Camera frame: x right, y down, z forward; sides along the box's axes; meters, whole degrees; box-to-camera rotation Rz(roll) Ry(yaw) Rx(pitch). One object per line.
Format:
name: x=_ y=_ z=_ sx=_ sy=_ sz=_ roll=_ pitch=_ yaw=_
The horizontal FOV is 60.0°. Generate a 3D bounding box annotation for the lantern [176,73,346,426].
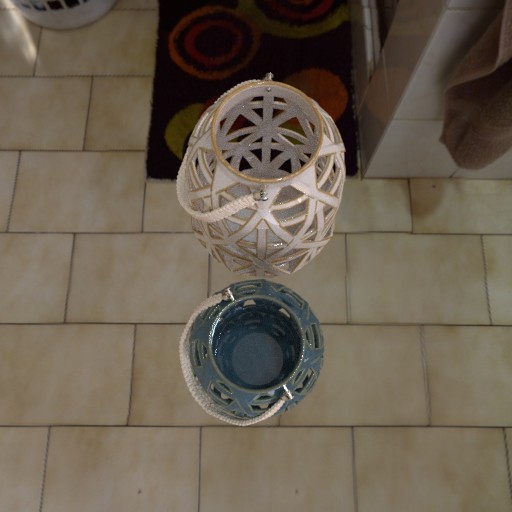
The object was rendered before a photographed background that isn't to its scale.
lantern: x=0.000 y=0.000 z=0.611 sx=0.245 sy=0.307 sz=0.439 roll=3 pitch=75 yaw=1
